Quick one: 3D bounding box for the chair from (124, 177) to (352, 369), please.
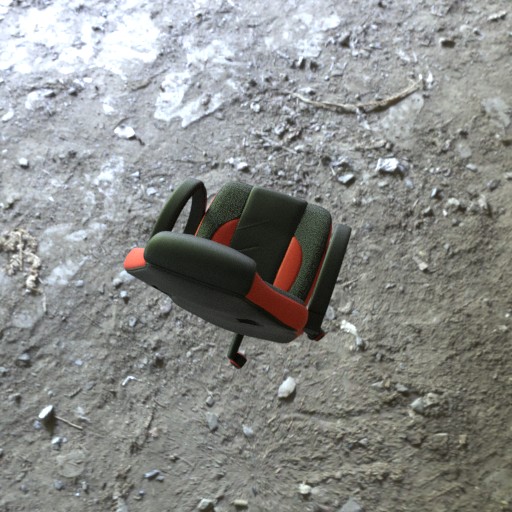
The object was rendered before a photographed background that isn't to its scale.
[{"bbox_3d":[0.000,0.000,1.401,0.600,1.016,0.642,18,65,9],"label":"chair"}]
